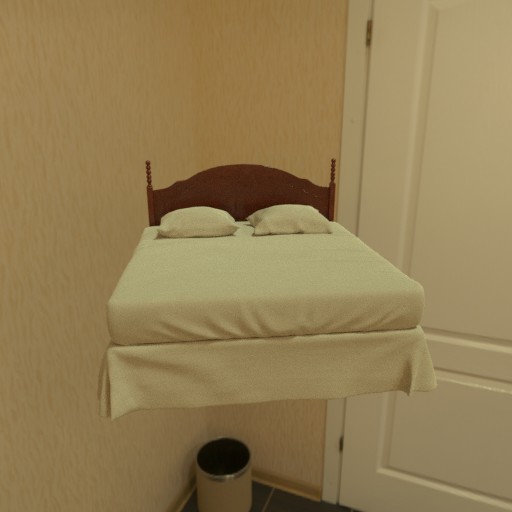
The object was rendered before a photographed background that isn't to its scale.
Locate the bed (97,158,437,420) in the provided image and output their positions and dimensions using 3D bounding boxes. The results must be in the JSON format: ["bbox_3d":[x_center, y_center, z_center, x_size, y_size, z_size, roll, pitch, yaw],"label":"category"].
[{"bbox_3d":[0.000,0.000,3.608,2.322,1.355,2.219,-2,17,-6],"label":"bed"}]
